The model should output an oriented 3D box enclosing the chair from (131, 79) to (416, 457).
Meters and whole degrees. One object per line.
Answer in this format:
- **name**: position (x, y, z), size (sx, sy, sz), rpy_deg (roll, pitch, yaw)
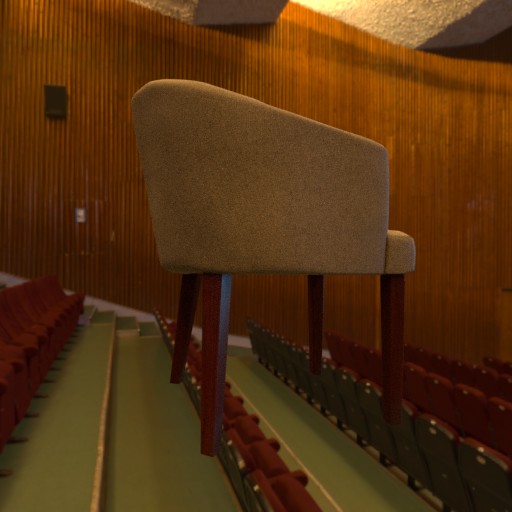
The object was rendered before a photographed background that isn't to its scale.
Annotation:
- **chair**: position (0.000, 0.000, 1.212), size (0.655, 0.811, 0.583), rpy_deg (0, 1, -17)
